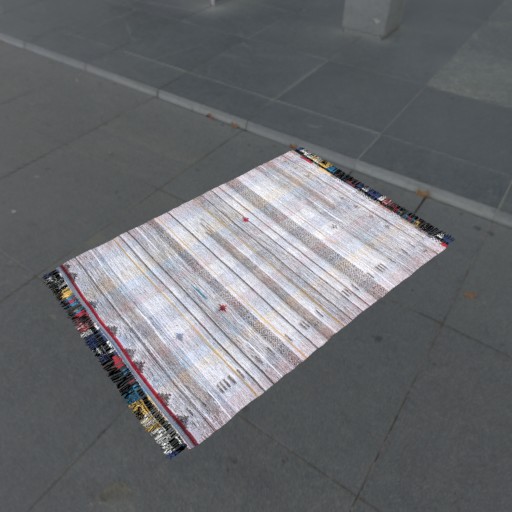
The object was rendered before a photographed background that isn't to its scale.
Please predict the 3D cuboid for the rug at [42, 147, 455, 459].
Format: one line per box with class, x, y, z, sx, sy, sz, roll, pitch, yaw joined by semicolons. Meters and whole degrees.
rug;0.000;0.000;2.319;1.848;0.012;1.217;-31;54;-27
